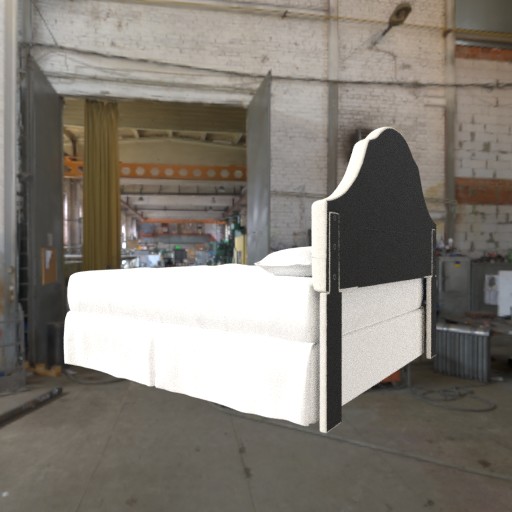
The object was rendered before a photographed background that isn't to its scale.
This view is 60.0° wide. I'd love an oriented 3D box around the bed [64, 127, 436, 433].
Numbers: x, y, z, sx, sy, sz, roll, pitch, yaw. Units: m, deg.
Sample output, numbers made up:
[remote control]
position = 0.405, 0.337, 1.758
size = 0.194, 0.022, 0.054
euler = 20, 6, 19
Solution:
[bed]
position = 0.000, 0.000, 3.465
size = 2.214, 1.615, 2.008
euler = 0, 0, 36
